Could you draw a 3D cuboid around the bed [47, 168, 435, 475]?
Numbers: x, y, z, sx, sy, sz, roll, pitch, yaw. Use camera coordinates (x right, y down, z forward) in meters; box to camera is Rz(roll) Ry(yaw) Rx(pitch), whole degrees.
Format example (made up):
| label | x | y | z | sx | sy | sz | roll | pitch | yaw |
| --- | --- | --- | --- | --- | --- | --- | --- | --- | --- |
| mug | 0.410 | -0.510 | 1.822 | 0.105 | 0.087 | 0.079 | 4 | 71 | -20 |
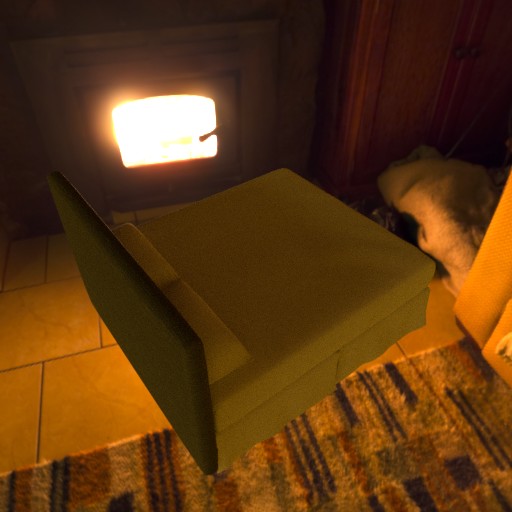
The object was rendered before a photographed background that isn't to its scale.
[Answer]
| label | x | y | z | sx | sy | sz | roll | pitch | yaw |
| --- | --- | --- | --- | --- | --- | --- | --- | --- | --- |
| bed | 0.000 | 0.000 | 3.282 | 2.142 | 1.330 | 1.884 | -27 | 48 | -27 |
